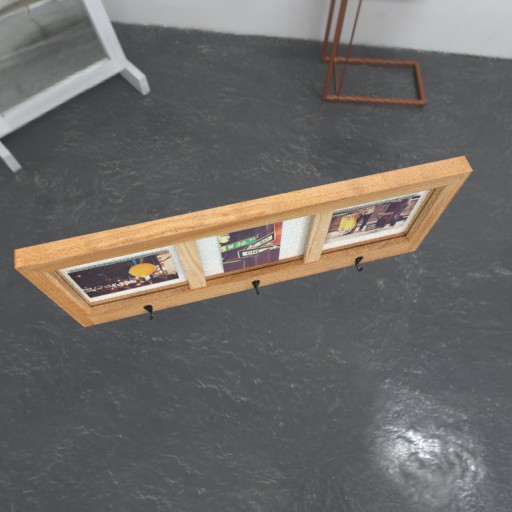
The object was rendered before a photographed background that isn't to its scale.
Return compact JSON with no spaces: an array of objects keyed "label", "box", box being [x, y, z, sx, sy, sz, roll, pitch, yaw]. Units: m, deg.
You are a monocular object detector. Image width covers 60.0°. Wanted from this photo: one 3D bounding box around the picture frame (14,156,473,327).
[{"label":"picture frame","box":[0.000,0.000,0.655,0.582,0.234,0.045,-13,65,-6]}]
